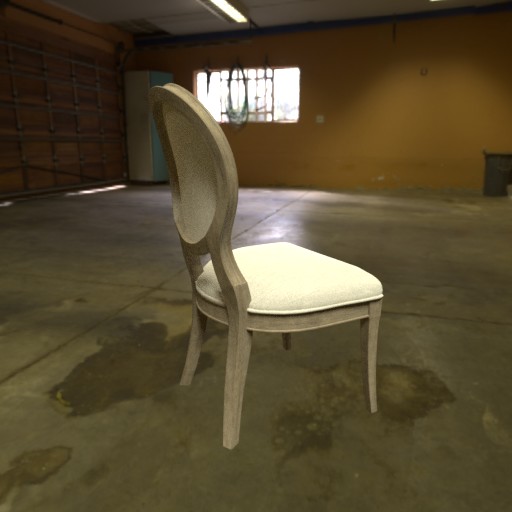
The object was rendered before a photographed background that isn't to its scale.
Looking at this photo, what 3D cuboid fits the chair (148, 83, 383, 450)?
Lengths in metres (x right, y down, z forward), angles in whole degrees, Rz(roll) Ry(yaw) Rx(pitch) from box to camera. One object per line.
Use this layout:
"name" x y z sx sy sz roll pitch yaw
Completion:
"chair" 0.000 0.000 1.399 0.602 0.990 0.558 -8 16 -28
